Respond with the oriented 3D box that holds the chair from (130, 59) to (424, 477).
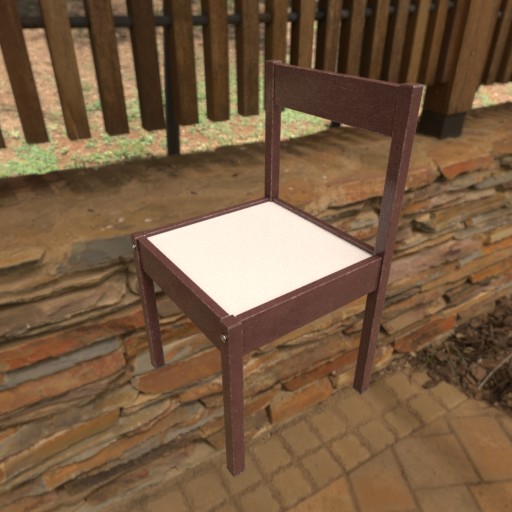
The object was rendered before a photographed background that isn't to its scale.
[{"bbox_3d":[0.000,0.000,0.675,0.285,0.505,0.285,-20,36,-30],"label":"chair"}]
